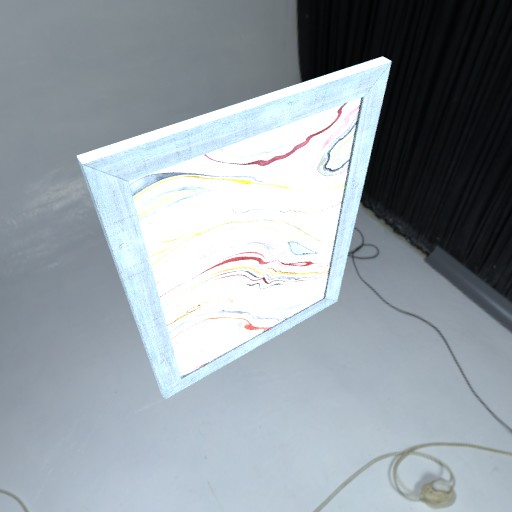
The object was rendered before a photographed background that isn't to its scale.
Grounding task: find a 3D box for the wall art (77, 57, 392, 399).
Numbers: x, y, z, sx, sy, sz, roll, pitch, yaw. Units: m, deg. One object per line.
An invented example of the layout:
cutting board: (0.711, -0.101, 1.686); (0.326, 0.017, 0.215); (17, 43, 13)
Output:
wall art: (0.000, 0.000, 0.821); (0.481, 0.613, 0.020); (-26, 53, -21)
